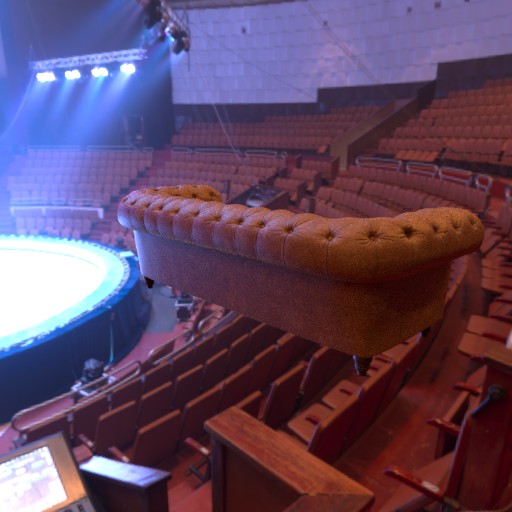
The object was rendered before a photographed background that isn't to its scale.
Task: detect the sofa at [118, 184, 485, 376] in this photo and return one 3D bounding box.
[{"bbox_3d":[0.000,0.000,2.797,0.989,0.760,2.365,-13,19,-43],"label":"sofa"}]
